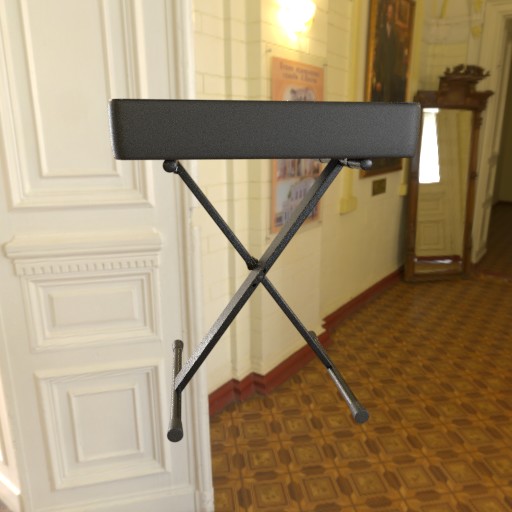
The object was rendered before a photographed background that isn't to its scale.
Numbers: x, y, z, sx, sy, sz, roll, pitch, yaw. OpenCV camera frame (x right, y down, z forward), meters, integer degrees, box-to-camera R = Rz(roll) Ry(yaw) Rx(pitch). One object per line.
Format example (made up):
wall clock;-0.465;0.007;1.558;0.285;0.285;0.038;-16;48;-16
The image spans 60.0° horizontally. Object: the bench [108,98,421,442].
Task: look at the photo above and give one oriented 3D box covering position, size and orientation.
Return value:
bench;0.000;0.000;0.789;0.424;0.500;0.321;-2;15;-9
